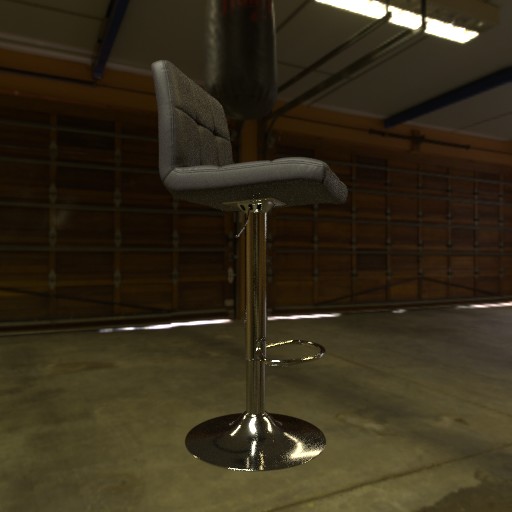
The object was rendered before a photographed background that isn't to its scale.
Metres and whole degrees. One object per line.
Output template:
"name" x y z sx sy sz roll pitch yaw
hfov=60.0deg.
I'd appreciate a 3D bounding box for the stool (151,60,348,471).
"stool" 0.000 0.000 1.349 0.505 1.115 0.430 0 0 19
